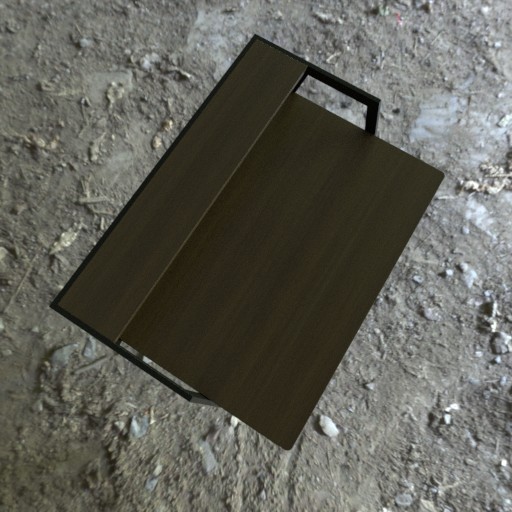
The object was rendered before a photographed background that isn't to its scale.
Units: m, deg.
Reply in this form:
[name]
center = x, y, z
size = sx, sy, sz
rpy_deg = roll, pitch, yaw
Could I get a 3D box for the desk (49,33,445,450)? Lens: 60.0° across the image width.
[desk]
center = 0.000, 0.000, 1.865
size = 0.936, 0.998, 1.143
rpy_deg = 31, 77, 8
